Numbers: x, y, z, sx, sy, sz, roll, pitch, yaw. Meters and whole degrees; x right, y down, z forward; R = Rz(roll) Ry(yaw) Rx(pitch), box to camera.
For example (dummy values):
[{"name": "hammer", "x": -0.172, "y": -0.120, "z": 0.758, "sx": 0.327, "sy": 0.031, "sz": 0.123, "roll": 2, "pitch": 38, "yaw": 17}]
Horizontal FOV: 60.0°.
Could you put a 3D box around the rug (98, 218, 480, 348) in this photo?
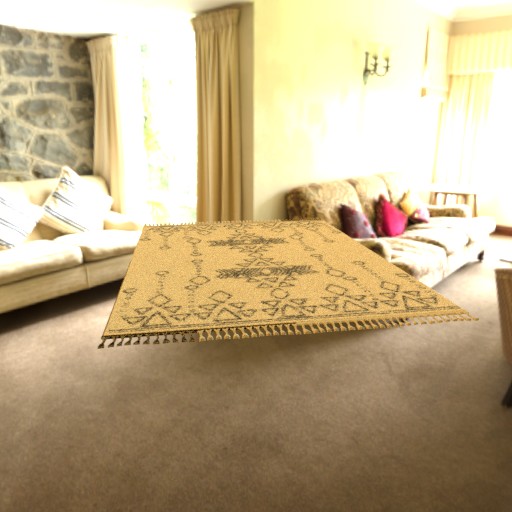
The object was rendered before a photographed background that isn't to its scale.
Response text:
[{"name": "rug", "x": 0.000, "y": 0.000, "z": 2.901, "sx": 1.600, "sy": 0.013, "sz": 2.312, "roll": -3, "pitch": 16, "yaw": -9}]
